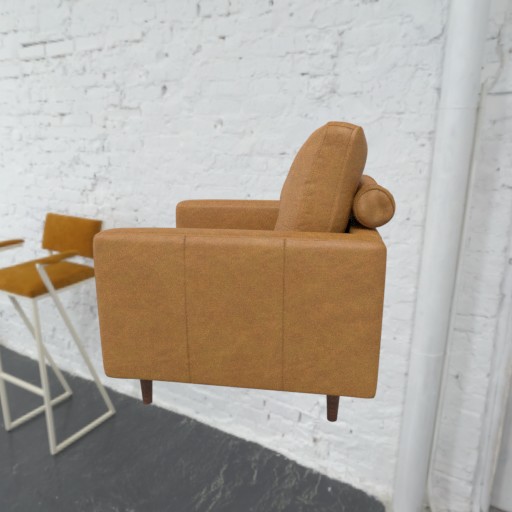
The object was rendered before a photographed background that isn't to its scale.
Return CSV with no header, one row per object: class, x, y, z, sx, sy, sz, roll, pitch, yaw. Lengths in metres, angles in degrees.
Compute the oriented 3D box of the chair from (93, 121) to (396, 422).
chair,0.000,0.000,1.577,0.868,0.896,0.831,2,14,9
